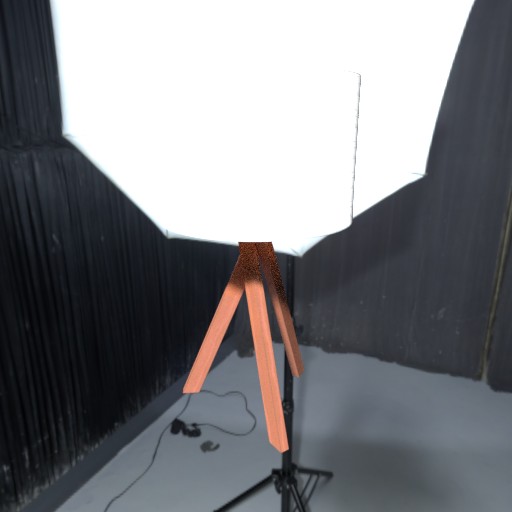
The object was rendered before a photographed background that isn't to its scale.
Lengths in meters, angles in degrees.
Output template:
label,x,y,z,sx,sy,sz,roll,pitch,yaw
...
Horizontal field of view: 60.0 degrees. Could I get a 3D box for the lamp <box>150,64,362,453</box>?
label,x,y,z,sx,sy,sz,roll,pitch,yaw
lamp,0.000,0.000,0.914,0.380,0.686,0.380,9,19,26
